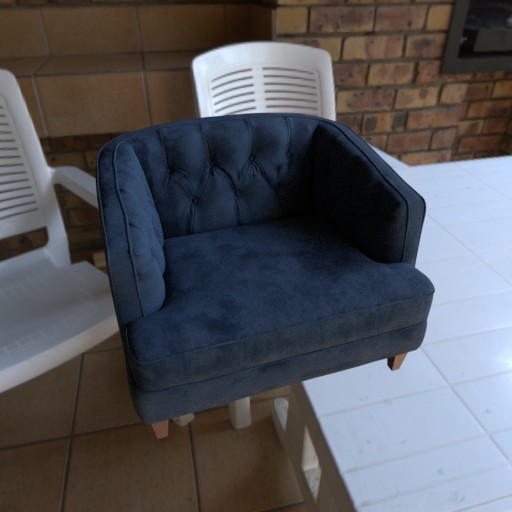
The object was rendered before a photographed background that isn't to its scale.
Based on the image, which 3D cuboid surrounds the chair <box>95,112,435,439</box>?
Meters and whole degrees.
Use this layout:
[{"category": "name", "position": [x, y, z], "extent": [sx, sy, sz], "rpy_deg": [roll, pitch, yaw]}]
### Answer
[{"category": "chair", "position": [0.000, 0.000, 1.733], "extent": [1.094, 0.852, 0.940], "rpy_deg": [-11, 34, -16]}]
